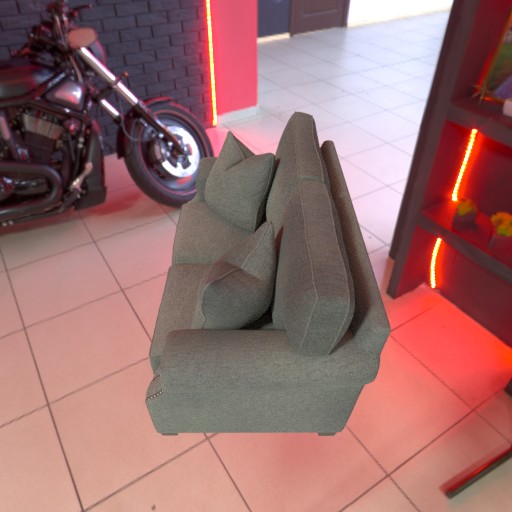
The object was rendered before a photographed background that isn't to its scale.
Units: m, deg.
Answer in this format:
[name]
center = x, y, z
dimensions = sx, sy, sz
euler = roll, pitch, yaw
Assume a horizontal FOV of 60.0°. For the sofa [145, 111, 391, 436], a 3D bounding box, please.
[sofa]
center = 0.000, 0.000, 2.350
dimensions = 0.966, 0.966, 1.701
euler = 0, 40, 0
